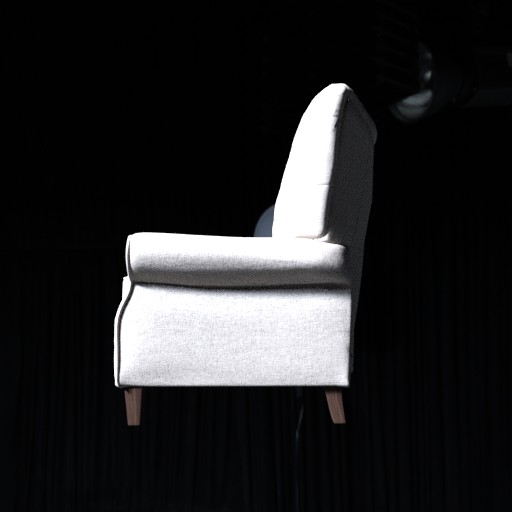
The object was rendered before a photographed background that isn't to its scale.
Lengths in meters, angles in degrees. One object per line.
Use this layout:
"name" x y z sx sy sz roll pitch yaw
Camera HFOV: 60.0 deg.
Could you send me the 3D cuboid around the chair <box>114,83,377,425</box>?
"chair" 0.000 0.000 1.929 1.025 1.209 0.942 0 -1 0
